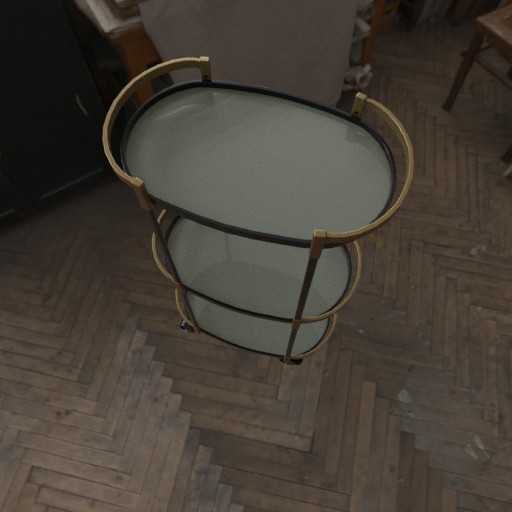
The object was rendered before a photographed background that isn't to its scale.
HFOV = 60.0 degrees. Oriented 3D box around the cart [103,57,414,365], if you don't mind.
[{"bbox_3d":[0.000,0.000,1.121,0.515,0.885,0.311,16,65,8],"label":"cart"}]
